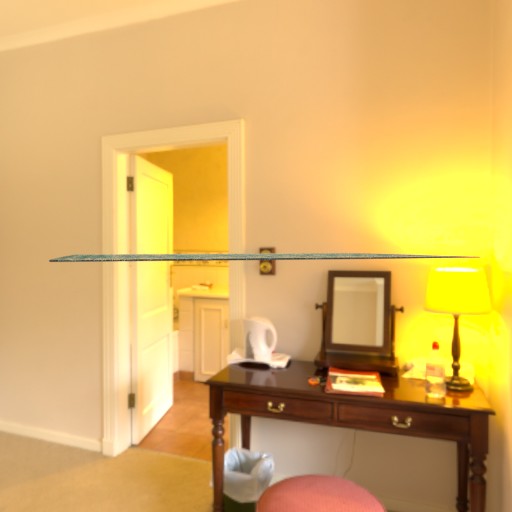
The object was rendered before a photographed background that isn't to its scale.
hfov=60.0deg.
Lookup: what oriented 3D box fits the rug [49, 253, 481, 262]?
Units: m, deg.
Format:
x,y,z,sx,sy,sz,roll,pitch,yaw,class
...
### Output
x,y,z,sx,sy,sz,roll,pitch,yaw,class
0.000,0.000,2.245,1.795,0.008,1.102,0,1,-18,rug
